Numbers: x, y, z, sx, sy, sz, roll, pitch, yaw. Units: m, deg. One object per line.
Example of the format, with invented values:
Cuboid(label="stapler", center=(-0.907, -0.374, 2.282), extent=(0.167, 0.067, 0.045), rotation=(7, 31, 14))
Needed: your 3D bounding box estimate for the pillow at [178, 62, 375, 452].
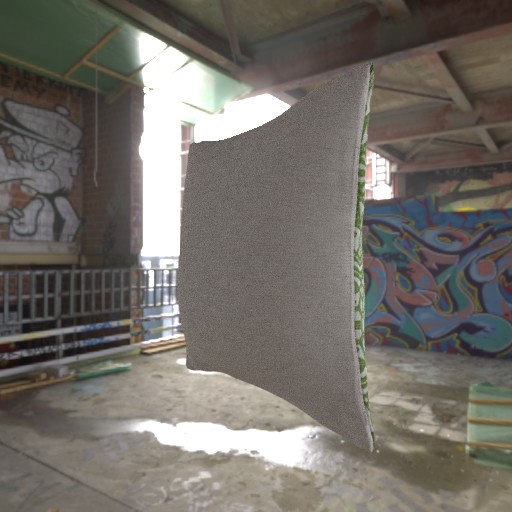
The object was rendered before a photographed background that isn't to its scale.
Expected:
Cuboid(label="pillow", center=(0.000, 0.000, 0.650), extent=(0.162, 0.419, 0.440), rotation=(0, 0, -35))
